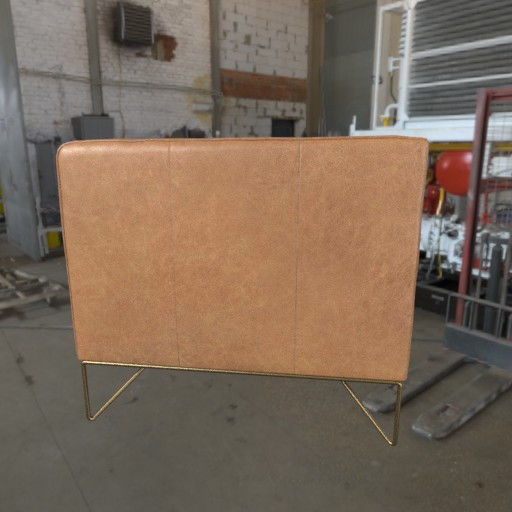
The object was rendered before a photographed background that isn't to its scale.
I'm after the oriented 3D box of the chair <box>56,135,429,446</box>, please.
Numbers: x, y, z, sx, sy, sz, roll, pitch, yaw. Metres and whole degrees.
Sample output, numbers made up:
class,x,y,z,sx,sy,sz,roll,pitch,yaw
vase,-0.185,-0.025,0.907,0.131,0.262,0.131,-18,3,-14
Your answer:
class,x,y,z,sx,sy,sz,roll,pitch,yaw
chair,0.000,0.000,1.555,0.912,0.797,0.920,2,14,7
